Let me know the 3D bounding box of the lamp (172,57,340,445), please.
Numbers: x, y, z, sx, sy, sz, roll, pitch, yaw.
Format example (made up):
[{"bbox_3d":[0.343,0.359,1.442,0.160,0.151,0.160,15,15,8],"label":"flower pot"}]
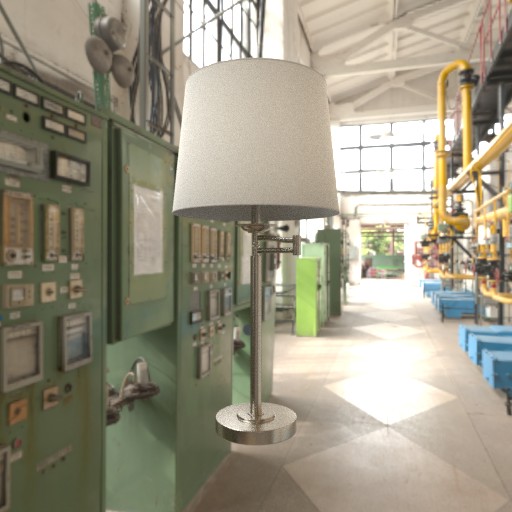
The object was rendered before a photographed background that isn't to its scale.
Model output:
[{"bbox_3d":[0.000,0.000,0.895,0.333,0.696,0.333,0,0,0],"label":"lamp"}]
